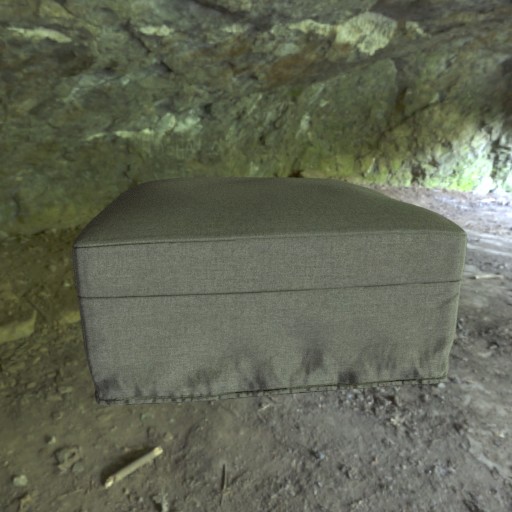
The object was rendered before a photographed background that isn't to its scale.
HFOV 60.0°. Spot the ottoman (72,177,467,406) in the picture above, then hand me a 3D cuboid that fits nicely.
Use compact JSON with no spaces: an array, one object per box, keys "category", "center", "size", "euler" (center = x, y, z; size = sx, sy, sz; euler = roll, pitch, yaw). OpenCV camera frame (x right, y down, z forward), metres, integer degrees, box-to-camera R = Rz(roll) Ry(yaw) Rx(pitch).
[{"category":"ottoman","center":[0.000,0.000,1.323],"size":[0.840,0.436,0.843],"euler":[-2,16,-7]}]
